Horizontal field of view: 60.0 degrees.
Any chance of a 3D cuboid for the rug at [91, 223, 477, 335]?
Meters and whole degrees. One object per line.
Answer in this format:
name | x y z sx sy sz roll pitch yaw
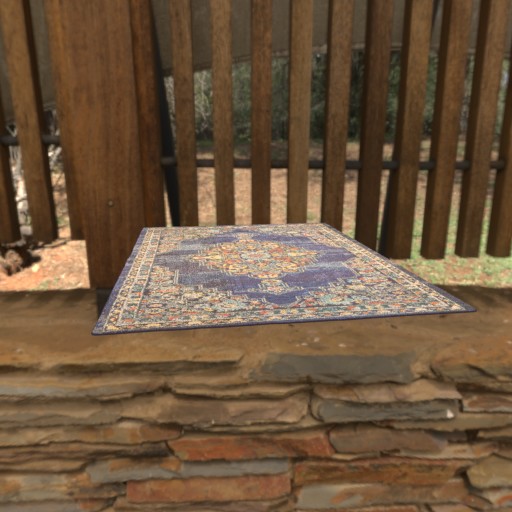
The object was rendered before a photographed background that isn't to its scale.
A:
rug | 0.000 0.000 2.875 1.630 0.009 2.232 -2 14 -9
